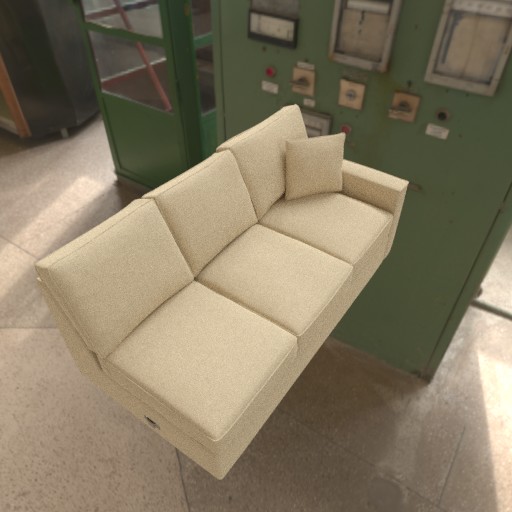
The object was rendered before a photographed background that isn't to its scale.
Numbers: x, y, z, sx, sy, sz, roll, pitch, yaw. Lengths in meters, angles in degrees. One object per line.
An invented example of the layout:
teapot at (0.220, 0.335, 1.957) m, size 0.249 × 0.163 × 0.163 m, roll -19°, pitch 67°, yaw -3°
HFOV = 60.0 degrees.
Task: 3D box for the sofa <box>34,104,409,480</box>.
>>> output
sofa at (0.000, 0.000, 2.505) m, size 1.034 × 0.946 × 1.963 m, roll 25°, pitch 48°, yaw 26°
